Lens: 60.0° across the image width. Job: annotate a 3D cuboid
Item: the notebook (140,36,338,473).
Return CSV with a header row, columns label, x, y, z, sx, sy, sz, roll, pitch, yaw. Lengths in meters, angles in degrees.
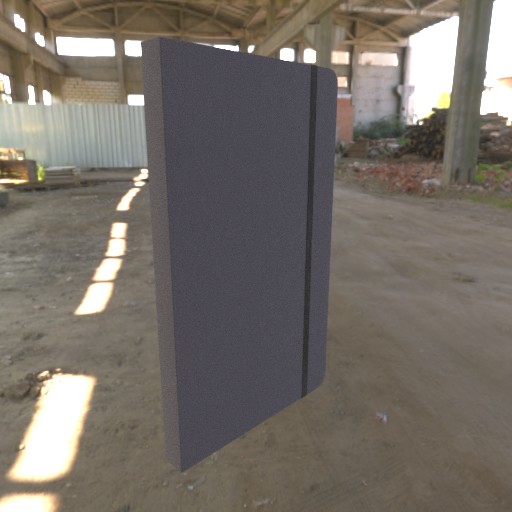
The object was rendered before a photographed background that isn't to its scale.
label,x,y,z,sx,sy,sz,roll,pitch,yaw
notebook,0.000,0.000,0.257,0.016,0.213,0.127,14,20,43
